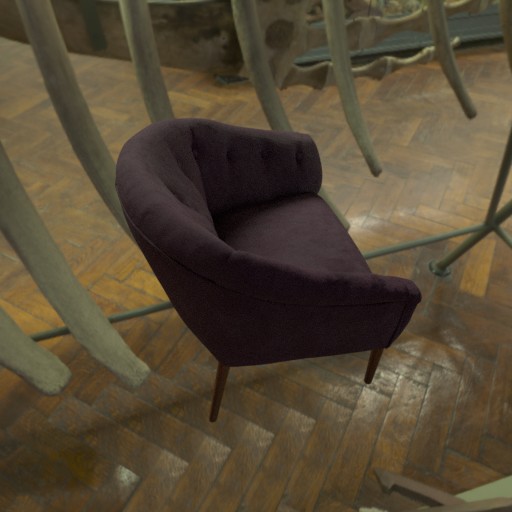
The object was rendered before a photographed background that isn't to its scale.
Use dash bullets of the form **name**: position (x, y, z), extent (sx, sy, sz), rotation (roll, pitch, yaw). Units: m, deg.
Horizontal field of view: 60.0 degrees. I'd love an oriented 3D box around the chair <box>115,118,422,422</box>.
- **chair**: position (0.000, 0.000, 1.521), extent (0.776, 0.885, 0.851), rotation (-12, 48, -11)
